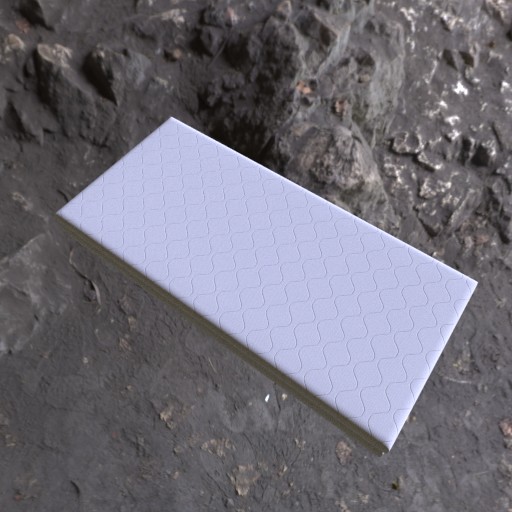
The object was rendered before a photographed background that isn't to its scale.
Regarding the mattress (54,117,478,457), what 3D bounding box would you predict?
[{"bbox_3d":[0.000,0.000,2.223,1.900,0.200,0.900,32,64,18],"label":"mattress"}]
